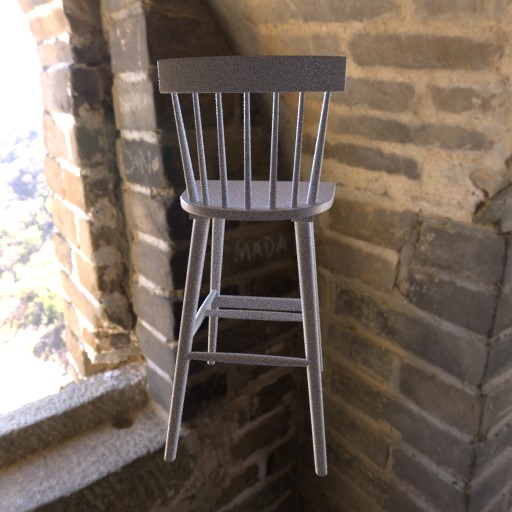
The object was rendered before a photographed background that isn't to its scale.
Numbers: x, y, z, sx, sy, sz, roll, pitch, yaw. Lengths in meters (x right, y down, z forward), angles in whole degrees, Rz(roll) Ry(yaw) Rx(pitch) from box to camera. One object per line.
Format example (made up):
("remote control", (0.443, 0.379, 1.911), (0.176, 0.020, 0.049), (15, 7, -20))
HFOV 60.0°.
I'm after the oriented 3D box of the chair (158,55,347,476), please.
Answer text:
("chair", (0.000, 0.000, 1.367), (0.483, 1.092, 0.572), (2, 16, 7))
